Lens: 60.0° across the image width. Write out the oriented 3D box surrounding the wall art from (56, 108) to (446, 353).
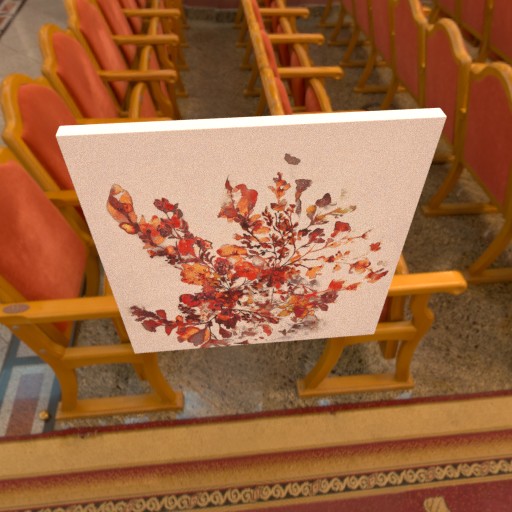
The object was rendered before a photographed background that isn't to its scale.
[{"bbox_3d":[0.000,0.000,1.137,0.757,0.757,0.037,-4,46,-4],"label":"wall art"}]
